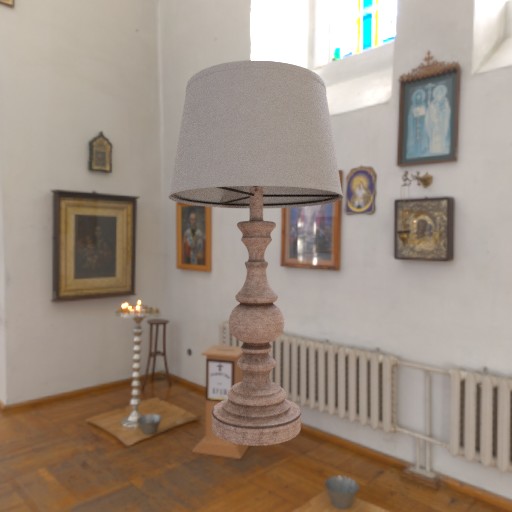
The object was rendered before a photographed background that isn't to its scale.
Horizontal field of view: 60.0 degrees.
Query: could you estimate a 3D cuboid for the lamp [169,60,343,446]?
[{"bbox_3d":[0.000,0.000,0.878,0.340,0.678,0.340,0,0,0],"label":"lamp"}]
